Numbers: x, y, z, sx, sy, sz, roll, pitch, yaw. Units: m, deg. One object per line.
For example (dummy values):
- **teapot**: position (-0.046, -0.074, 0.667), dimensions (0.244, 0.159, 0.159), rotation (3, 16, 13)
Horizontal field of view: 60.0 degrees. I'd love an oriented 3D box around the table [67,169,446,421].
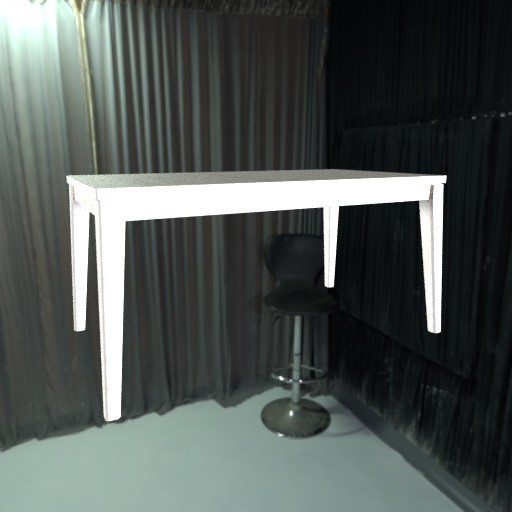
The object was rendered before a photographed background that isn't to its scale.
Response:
- **table**: position (0.000, 0.000, 2.126), dimensions (1.600, 0.760, 0.900), rotation (-7, 15, -27)
